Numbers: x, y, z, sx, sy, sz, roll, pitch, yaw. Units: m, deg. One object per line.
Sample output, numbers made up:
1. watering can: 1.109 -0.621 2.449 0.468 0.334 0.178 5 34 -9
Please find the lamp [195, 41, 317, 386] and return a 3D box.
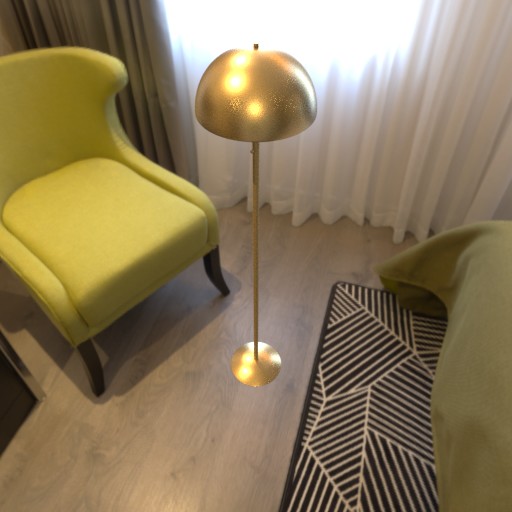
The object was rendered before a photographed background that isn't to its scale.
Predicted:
1. lamp: 0.000 0.000 1.602 0.328 1.480 0.328 -10 47 -10
